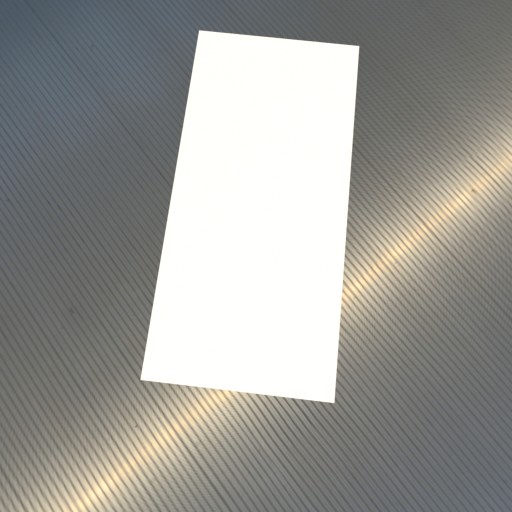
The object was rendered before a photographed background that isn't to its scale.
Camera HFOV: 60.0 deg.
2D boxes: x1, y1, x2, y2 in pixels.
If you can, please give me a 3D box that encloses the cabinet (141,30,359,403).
[{"bbox_3d":[0.000,0.000,1.108,0.296,0.815,0.600,6,77,2],"label":"cabinet"}]
